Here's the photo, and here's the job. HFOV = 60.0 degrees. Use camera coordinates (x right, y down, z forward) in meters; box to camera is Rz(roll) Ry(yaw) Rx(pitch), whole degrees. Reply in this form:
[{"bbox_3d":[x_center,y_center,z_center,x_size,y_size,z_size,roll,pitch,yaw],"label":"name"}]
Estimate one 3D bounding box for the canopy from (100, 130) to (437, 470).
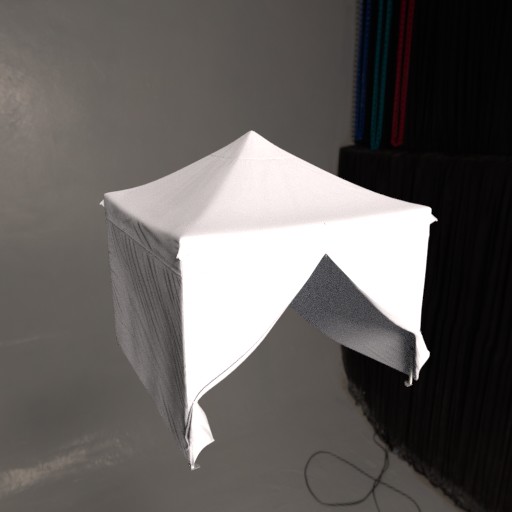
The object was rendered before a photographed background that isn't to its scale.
[{"bbox_3d":[0.000,0.000,5.508,3.043,2.997,3.121,-9,18,-28],"label":"canopy"}]
